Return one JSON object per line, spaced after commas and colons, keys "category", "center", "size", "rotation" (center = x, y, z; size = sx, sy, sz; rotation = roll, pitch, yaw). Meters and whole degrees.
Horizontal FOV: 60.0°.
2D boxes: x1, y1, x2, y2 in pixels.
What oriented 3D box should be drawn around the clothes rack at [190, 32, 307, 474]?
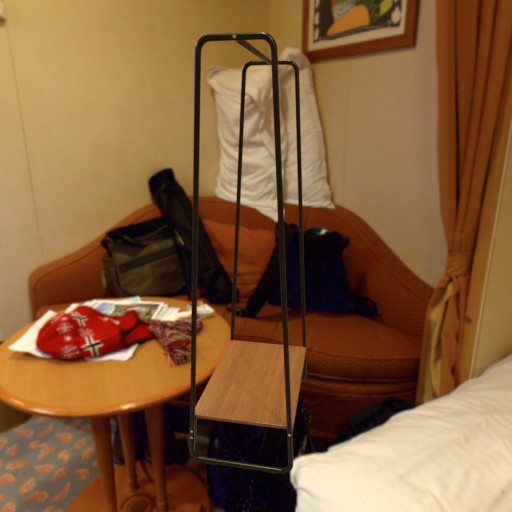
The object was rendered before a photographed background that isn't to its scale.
{"category": "clothes rack", "center": [0.000, 0.000, 1.758], "size": [0.400, 1.500, 0.640], "rotation": [3, 18, 10]}
